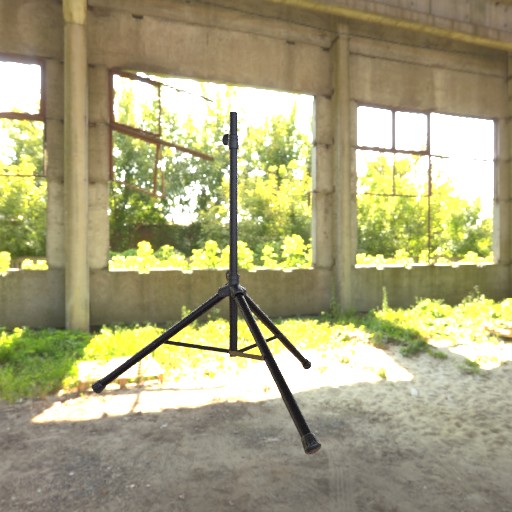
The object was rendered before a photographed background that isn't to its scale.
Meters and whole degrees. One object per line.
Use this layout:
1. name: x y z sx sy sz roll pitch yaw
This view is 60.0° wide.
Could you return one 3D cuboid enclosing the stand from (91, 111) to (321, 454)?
1. stand: 0.000 0.000 1.879 1.045 1.136 0.907 0 0 37
